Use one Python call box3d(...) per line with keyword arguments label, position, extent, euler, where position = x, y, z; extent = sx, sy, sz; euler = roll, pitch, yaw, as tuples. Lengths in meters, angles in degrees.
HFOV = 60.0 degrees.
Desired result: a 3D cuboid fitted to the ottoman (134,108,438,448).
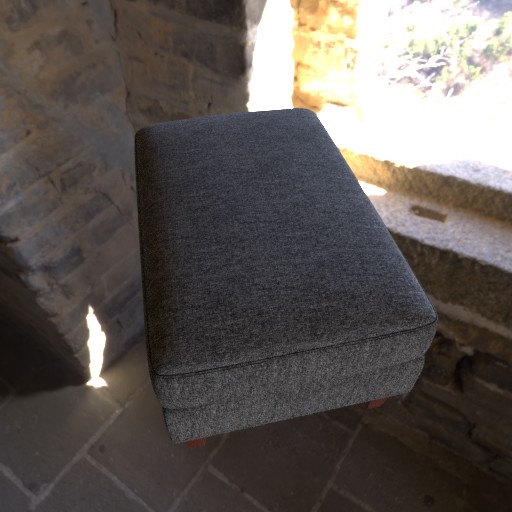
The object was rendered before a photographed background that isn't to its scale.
box3d(label="ottoman", position=(0.000, 0.000, 1.219), extent=(0.584, 0.483, 0.864), euler=(-9, 48, -8))
